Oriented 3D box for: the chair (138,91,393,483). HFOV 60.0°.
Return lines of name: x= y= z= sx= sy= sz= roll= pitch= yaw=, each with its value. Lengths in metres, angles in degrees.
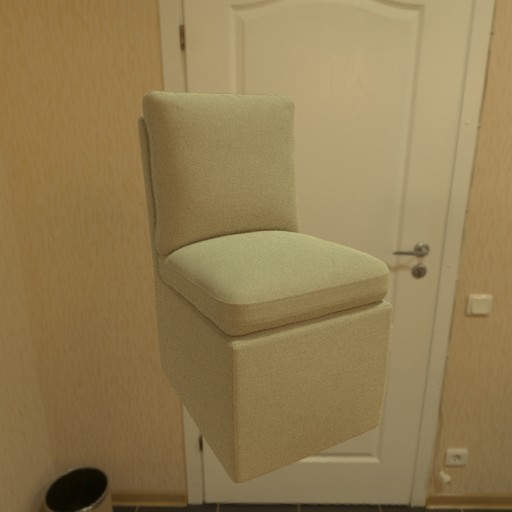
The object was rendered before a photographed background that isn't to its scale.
chair: x=0.000 y=0.000 z=1.314 sx=0.503 sy=0.927 sz=0.698 roll=-9 pitch=19 yaw=-27
